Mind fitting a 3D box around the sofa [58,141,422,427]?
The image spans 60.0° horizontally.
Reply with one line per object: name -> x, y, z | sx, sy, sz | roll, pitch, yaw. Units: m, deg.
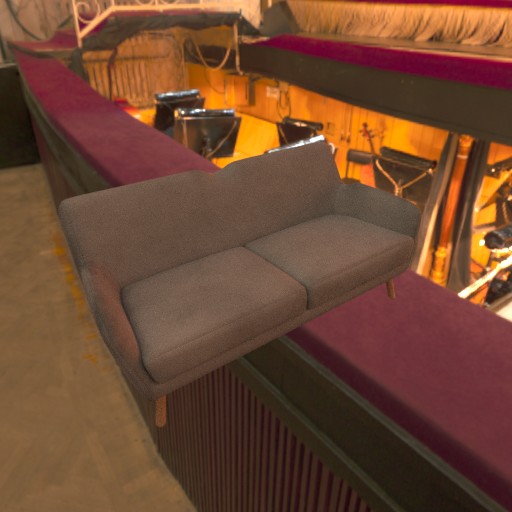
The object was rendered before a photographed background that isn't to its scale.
sofa -> 0.000, 0.000, 2.375 | 1.870, 0.810, 0.850 | -21, 36, -32
